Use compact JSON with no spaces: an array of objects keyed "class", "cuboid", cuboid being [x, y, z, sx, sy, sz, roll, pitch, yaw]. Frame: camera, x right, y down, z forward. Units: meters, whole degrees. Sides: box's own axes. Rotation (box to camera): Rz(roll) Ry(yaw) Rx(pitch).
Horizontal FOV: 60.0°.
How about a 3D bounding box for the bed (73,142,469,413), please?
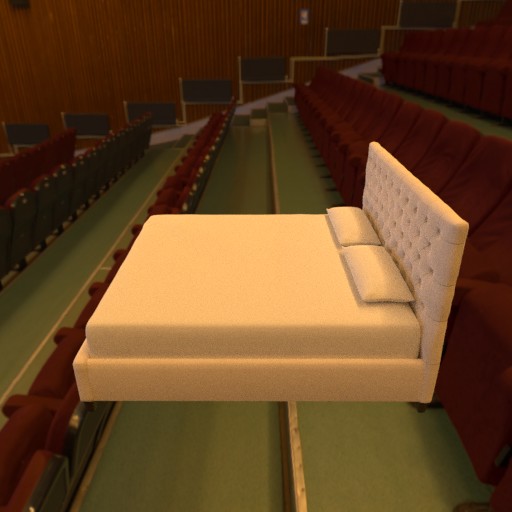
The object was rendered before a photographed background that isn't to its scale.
[{"class":"bed","cuboid":[0.000,0.000,3.642,2.387,1.427,2.078,0,27,0]}]
